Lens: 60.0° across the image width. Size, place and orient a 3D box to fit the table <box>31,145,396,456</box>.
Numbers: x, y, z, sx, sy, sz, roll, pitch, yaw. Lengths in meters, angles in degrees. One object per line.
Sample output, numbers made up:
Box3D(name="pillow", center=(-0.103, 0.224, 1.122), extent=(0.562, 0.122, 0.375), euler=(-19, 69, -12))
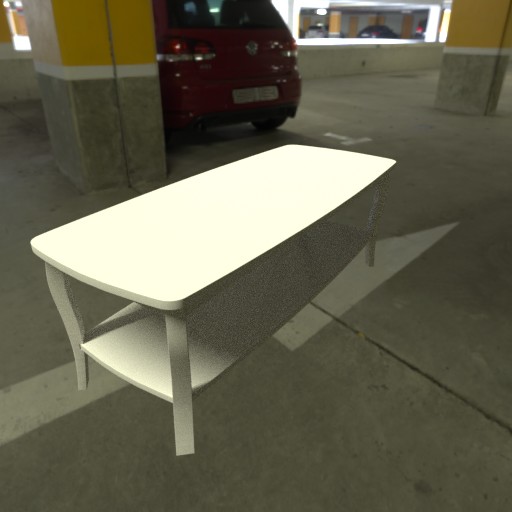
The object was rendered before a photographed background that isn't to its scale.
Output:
Box3D(name="table", center=(0.000, 0.000, 1.552), extent=(0.561, 0.474, 1.334), euler=(17, 32, 31))
